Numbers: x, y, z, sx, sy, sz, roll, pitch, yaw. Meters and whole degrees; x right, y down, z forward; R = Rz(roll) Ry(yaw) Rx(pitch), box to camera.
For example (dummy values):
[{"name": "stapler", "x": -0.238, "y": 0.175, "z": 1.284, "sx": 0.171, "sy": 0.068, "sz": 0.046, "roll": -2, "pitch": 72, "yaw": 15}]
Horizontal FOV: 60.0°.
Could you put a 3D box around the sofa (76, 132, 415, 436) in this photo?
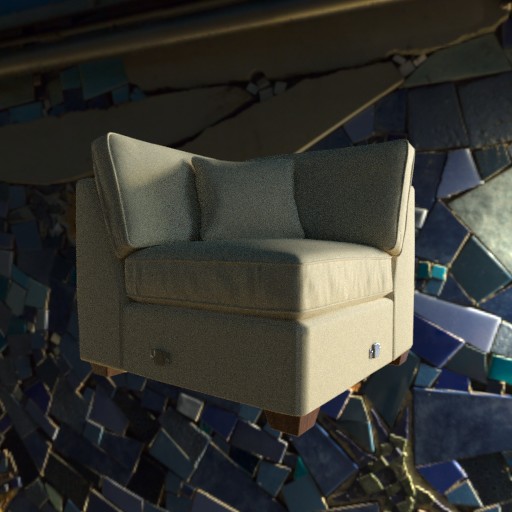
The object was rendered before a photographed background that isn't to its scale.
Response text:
[{"name": "sofa", "x": 0.000, "y": 0.000, "z": 1.956, "sx": 1.146, "sy": 1.002, "sz": 1.084, "roll": 1, "pitch": 2, "yaw": 36}]
